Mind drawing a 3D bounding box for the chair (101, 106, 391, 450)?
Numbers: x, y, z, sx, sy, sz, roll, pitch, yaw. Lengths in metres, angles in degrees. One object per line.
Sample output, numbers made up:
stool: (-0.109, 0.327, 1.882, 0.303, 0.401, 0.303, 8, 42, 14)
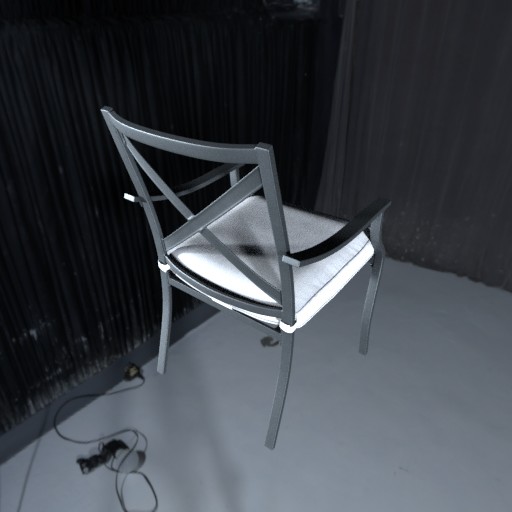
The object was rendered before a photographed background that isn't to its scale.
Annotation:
chair: (0.000, 0.000, 1.315, 0.575, 0.889, 0.620, 22, 38, 32)
